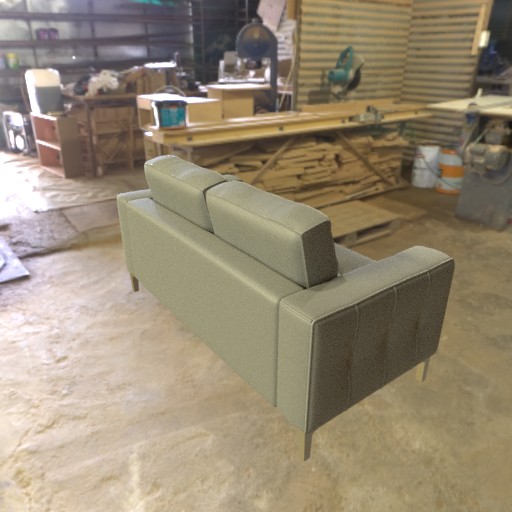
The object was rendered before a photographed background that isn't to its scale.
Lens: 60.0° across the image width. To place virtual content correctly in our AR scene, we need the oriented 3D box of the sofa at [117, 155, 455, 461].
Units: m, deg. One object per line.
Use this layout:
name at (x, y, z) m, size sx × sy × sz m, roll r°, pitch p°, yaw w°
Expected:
sofa at (0.000, 0.000, 2.295) m, size 0.833 × 0.893 × 1.726 m, roll -17°, pitch 30°, yaw -33°
